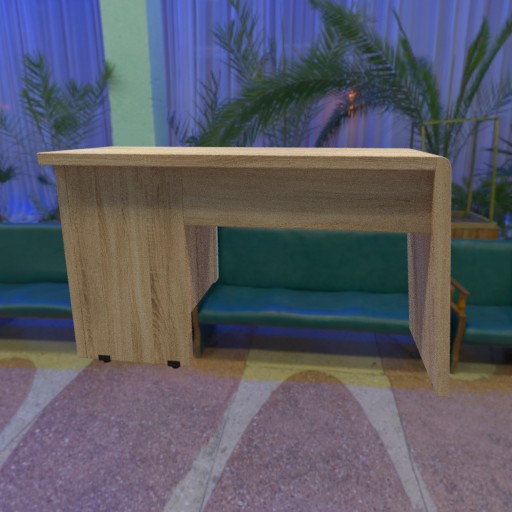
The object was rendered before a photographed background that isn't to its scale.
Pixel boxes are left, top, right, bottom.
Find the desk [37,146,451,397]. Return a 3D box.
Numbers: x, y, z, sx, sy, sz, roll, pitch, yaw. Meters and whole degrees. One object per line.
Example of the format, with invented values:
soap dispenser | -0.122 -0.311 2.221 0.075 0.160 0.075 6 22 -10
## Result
desk | 0.000 0.000 1.618 1.300 0.750 0.500 2 16 9
